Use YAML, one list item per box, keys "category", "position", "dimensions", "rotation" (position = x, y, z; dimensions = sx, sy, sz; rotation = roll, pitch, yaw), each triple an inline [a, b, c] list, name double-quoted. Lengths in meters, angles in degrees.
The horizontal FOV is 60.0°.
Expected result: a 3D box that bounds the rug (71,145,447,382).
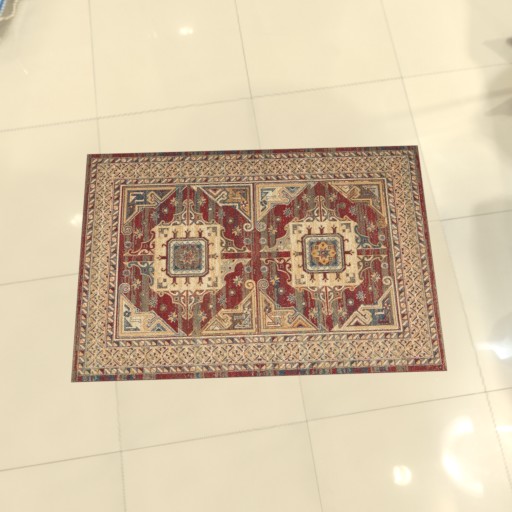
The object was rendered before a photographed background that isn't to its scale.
- category: "rug"
  position: [0.000, 0.000, 5.769]
  dimensions: [4.578, 0.033, 3.033]
  rotation: [-2, 76, 0]
